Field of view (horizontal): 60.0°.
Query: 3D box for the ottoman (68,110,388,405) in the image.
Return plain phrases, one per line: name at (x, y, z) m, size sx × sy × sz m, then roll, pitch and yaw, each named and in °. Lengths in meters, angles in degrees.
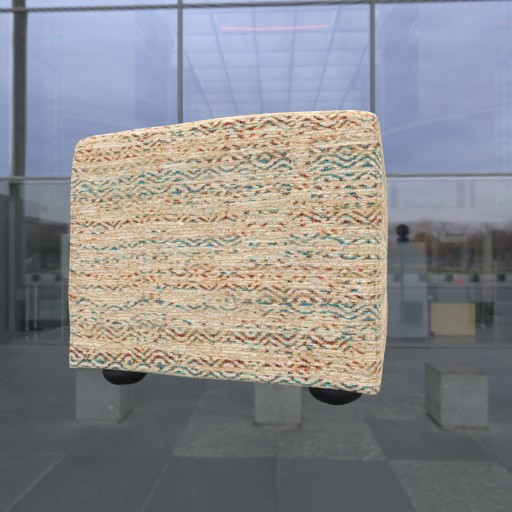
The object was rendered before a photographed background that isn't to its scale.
ottoman at (0.000, 0.000, 0.910) m, size 0.512 × 0.453 × 0.521 m, roll 0°, pitch 0°, yaw 17°
